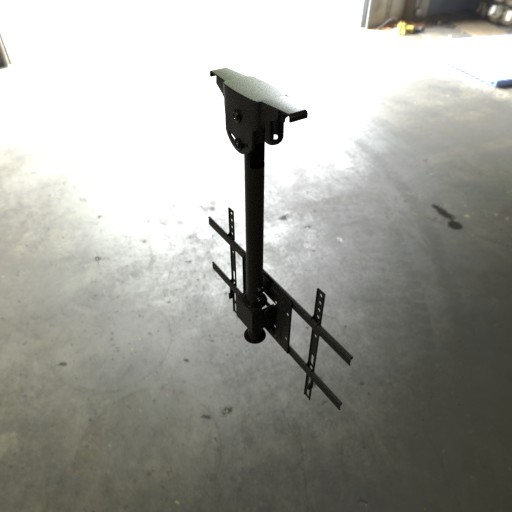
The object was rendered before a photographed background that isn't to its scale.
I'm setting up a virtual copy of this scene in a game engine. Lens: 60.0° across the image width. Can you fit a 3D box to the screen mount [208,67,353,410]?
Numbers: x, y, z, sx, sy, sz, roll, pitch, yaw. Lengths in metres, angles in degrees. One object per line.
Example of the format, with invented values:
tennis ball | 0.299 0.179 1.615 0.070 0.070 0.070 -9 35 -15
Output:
screen mount | 0.000 0.000 1.027 0.090 0.775 0.595 -24 46 -25
